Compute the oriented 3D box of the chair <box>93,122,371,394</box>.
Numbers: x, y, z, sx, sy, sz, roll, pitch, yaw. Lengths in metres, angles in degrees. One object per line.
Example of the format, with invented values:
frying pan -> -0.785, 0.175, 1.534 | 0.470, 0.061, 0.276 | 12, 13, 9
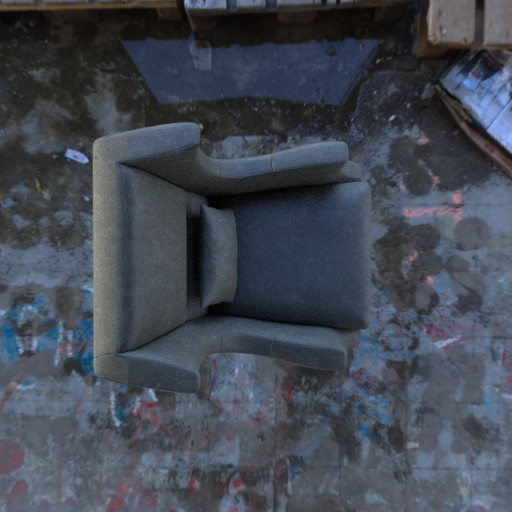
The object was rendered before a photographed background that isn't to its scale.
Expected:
chair -> 0.000, 0.000, 1.721 | 0.926, 1.016, 0.853 | 0, 91, -1
